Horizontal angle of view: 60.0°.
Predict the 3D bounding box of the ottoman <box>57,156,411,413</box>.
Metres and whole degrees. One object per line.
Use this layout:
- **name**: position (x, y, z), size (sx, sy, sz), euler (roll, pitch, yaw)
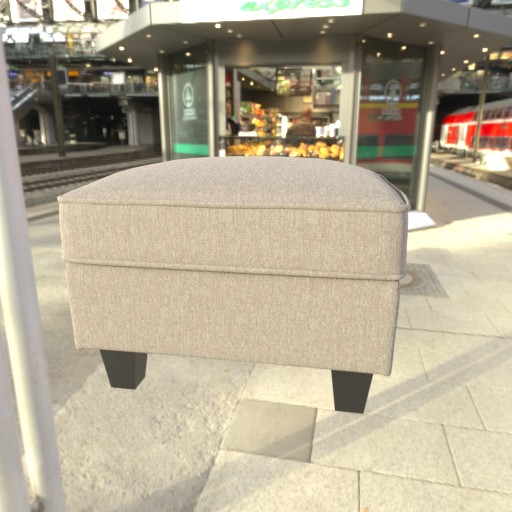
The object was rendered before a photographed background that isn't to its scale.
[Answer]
- **ottoman**: position (0.000, 0.000, 1.406), size (0.871, 0.612, 0.808), euler (3, 16, 10)
